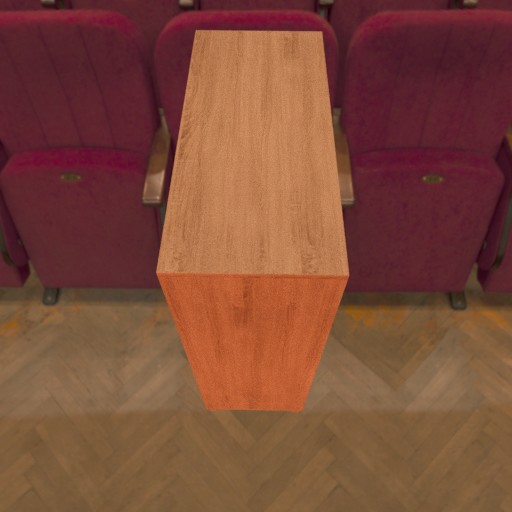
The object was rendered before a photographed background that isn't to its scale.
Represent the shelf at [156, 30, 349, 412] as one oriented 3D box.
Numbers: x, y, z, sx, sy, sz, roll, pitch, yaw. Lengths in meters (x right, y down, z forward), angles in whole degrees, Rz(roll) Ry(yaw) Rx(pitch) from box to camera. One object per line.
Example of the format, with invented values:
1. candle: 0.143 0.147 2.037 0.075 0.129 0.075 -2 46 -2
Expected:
1. shelf: 0.000 0.000 1.880 0.450 1.390 1.000 1 57 1
